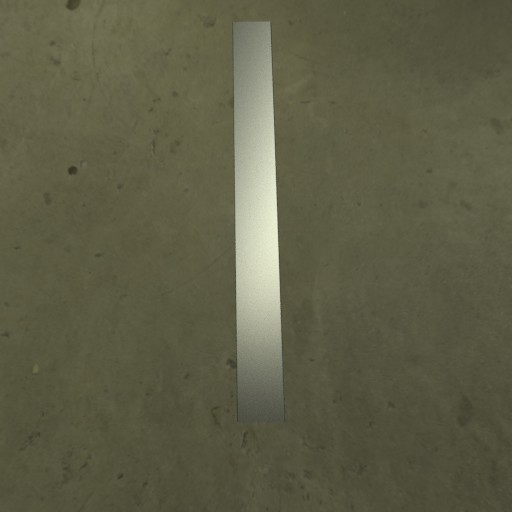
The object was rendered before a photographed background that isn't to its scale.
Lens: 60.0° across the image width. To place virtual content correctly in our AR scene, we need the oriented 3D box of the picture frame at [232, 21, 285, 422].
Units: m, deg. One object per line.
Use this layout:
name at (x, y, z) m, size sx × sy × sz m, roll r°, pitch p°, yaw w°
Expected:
picture frame at (0.000, 0.000, 0.531) m, size 0.034 × 0.378 × 0.328 m, roll -1°, pitch 77°, yaw 0°
